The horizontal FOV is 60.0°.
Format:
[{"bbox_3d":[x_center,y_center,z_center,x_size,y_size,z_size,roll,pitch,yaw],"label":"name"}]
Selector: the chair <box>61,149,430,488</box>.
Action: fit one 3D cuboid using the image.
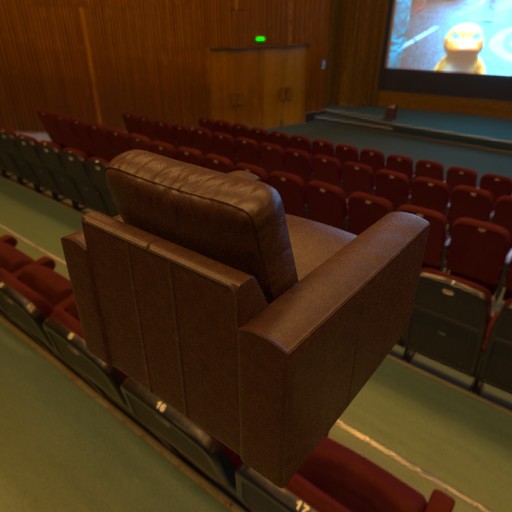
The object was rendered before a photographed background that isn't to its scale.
[{"bbox_3d":[0.000,0.000,1.724,1.005,0.873,1.016,21,36,33],"label":"chair"}]
